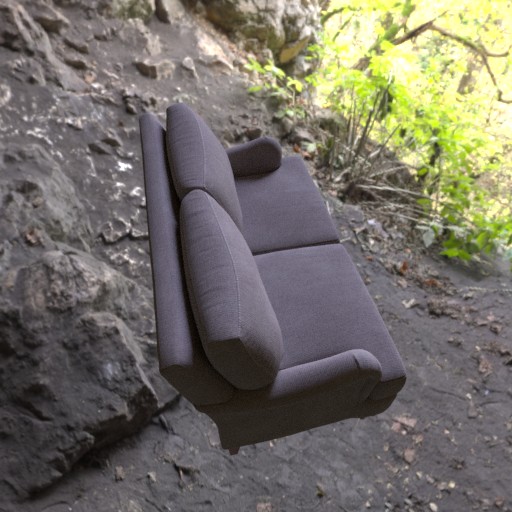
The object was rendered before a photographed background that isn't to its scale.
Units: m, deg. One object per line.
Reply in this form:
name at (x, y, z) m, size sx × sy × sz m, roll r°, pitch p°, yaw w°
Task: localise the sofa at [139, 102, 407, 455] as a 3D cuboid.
sofa at (0.000, 0.000, 2.538) m, size 1.084 × 1.101 × 1.853 m, roll -9°, pitch 48°, yaw -8°
